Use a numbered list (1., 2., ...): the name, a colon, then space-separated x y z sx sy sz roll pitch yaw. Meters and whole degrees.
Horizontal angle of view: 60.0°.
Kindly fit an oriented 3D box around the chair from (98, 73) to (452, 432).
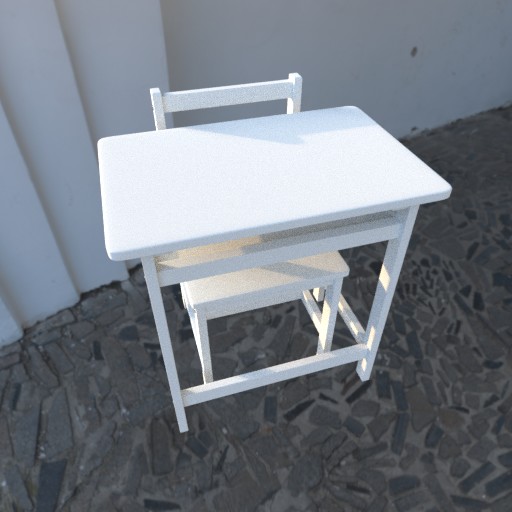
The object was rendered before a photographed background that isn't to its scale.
1. chair: 0.000 0.000 1.057 0.599 0.673 0.461 -11 42 -13
